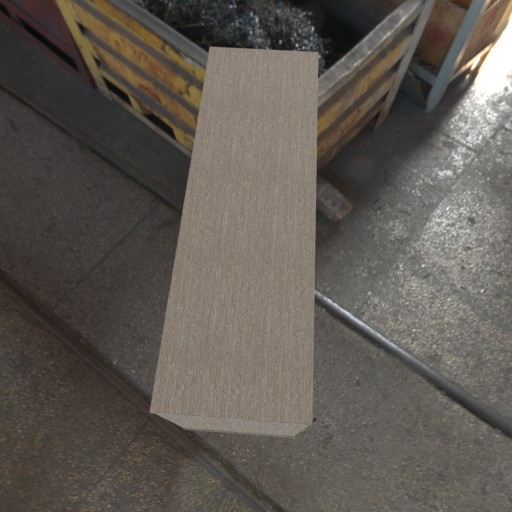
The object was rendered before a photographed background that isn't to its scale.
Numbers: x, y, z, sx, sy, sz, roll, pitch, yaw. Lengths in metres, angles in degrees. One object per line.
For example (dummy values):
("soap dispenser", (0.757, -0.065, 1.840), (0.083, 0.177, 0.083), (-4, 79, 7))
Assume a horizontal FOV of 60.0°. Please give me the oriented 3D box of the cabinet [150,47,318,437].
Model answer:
("cabinet", (0.000, 0.000, 1.619), (0.405, 0.787, 1.194), (4, 65, 2))
